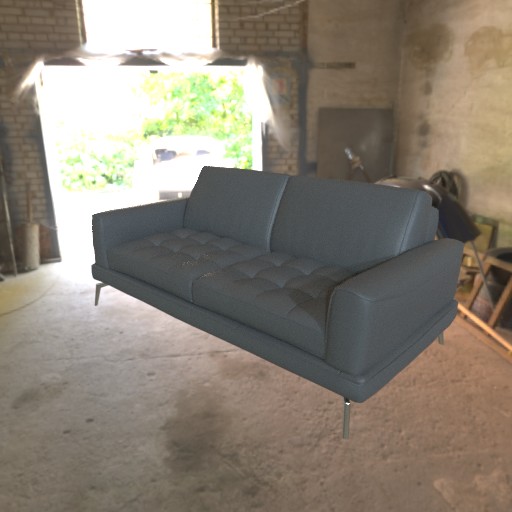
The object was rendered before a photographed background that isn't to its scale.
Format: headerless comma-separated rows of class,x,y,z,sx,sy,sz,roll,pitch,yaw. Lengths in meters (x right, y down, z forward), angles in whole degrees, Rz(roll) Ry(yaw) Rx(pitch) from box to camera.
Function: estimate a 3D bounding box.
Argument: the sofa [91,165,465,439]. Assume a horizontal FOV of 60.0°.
sofa,0.000,0.000,2.731,2.177,0.930,1.121,16,24,40
